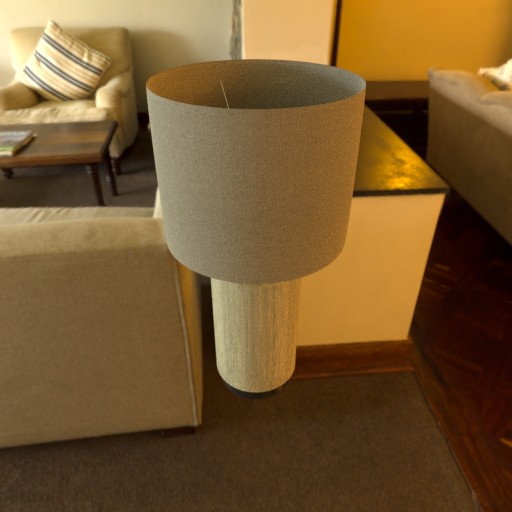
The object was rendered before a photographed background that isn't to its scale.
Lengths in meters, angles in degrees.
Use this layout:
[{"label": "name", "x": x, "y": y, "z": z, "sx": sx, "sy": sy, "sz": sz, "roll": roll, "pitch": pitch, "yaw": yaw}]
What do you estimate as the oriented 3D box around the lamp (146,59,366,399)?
[{"label": "lamp", "x": 0.000, "y": 0.000, "z": 0.587, "sx": 0.228, "sy": 0.444, "sz": 0.228, "roll": 22, "pitch": 40, "yaw": 29}]
